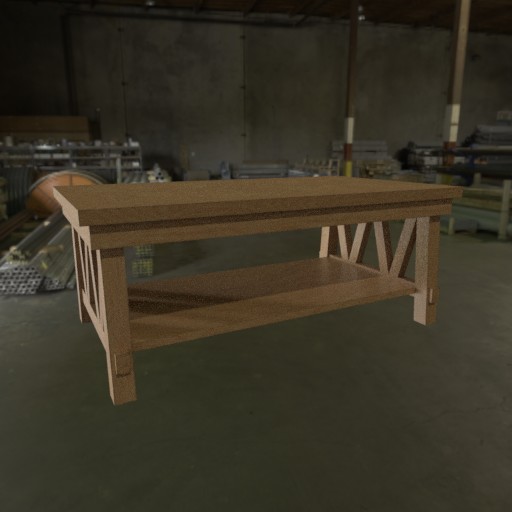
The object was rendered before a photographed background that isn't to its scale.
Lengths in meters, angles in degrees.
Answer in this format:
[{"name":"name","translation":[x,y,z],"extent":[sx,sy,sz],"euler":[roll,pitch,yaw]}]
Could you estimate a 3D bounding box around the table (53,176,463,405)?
[{"name":"table","translation":[0.000,0.000,1.632],"extent":[1.270,0.507,0.711],"euler":[-7,15,-27]}]
